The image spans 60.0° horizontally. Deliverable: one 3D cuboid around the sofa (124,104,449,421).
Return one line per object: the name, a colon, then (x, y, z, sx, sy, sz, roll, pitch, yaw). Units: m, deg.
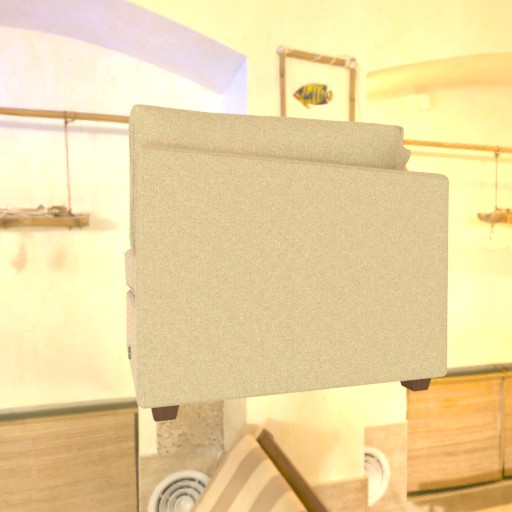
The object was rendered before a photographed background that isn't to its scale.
sofa: (0.000, 0.000, 1.838, 1.042, 0.937, 1.050, 0, 1, -18)
